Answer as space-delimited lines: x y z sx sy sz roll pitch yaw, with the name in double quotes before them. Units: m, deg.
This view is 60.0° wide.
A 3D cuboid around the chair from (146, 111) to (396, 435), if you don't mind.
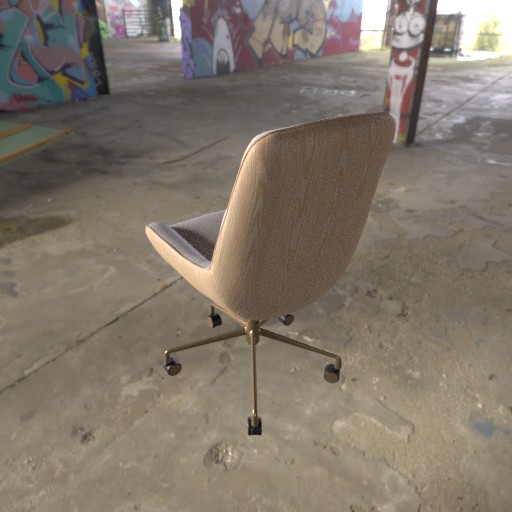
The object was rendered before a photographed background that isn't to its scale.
"chair" 0.000 0.000 1.376 0.564 0.952 0.668 -18 35 -29
